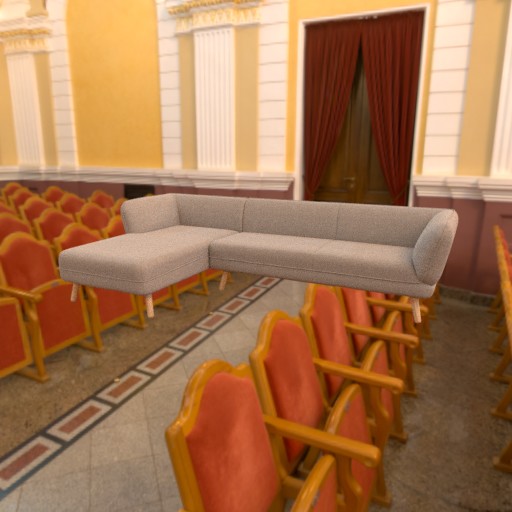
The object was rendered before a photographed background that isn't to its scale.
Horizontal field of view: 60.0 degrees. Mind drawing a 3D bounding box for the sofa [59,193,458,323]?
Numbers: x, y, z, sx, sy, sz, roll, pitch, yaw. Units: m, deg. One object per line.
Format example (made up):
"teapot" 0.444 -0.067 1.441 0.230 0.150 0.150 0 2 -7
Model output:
"sofa" 0.000 0.000 3.314 2.653 0.693 1.532 7 16 26
